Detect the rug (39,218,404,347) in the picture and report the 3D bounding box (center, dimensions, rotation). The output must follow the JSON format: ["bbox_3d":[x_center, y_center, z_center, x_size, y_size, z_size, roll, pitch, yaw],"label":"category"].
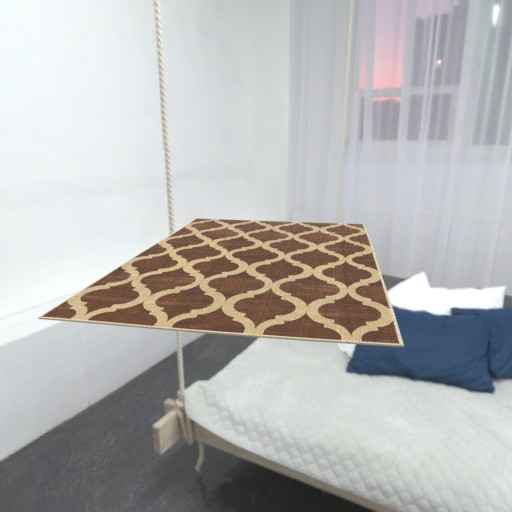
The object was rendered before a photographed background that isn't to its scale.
[{"bbox_3d":[0.000,0.000,2.855,1.522,0.008,2.284,3,16,9],"label":"rug"}]
